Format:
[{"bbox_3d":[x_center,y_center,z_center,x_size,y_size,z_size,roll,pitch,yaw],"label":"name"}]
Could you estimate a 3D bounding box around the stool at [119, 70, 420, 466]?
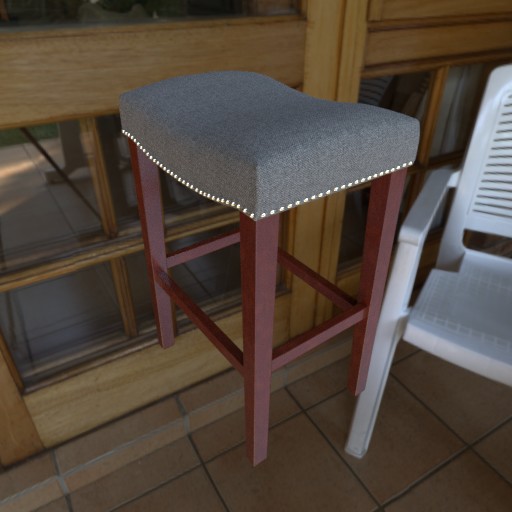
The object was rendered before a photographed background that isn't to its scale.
[{"bbox_3d":[0.000,0.000,1.040,0.372,0.742,0.504,-22,39,-30],"label":"stool"}]
